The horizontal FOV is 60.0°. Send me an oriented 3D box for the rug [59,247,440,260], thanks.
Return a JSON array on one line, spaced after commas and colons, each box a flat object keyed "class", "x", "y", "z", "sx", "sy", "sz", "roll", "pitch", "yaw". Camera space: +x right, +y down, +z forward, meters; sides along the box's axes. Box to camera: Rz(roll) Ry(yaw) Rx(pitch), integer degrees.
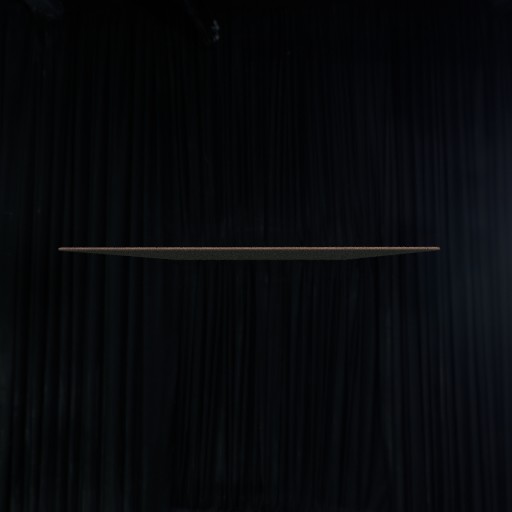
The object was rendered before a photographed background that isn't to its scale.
[{"class": "rug", "x": 0.000, "y": 0.000, "z": 2.899, "sx": 1.524, "sy": 0.011, "sz": 2.286, "roll": 0, "pitch": -1, "yaw": 2}]
